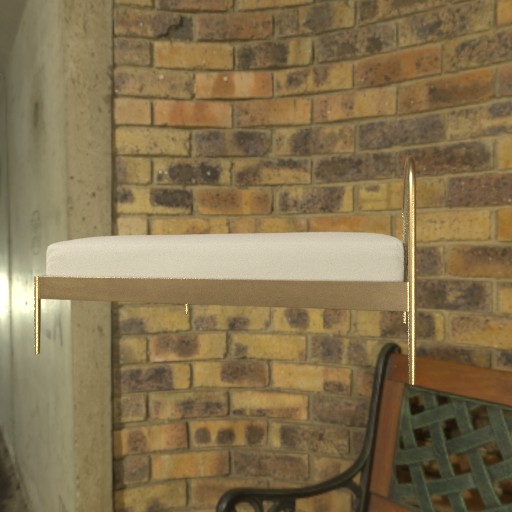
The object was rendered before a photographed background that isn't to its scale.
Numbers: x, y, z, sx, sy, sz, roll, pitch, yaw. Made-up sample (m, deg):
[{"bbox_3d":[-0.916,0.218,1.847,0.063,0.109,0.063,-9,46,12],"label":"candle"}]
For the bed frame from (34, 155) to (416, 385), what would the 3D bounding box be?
[{"bbox_3d":[0.000,0.000,3.279,2.152,1.174,2.016,0,0,18],"label":"bed frame"}]
